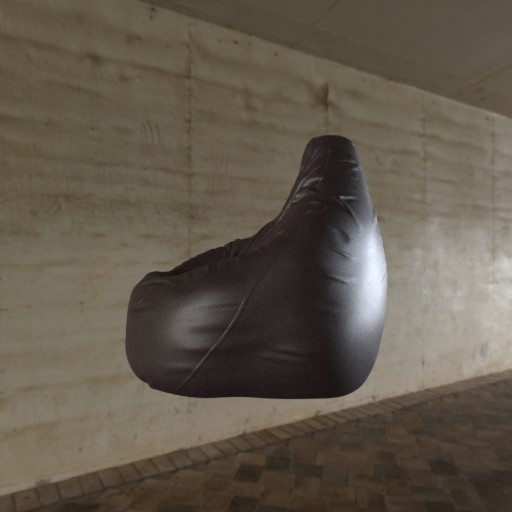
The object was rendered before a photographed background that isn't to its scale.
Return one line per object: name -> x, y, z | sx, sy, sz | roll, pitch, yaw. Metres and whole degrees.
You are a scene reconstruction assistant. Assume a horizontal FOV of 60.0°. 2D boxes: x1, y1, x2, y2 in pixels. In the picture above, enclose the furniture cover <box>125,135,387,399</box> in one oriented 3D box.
furniture cover -> 0.000, 0.000, 1.886 | 1.070, 0.990, 1.070 | 0, 0, 0
